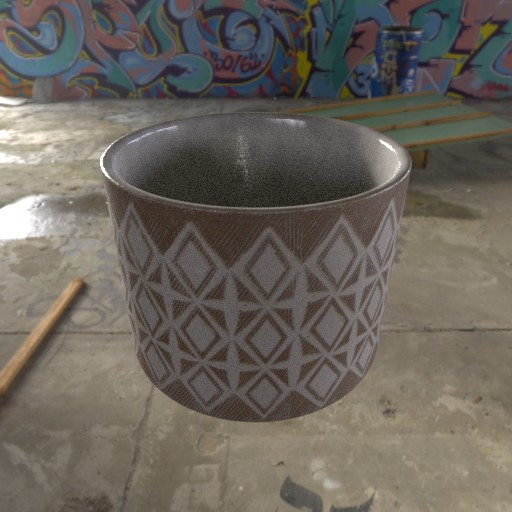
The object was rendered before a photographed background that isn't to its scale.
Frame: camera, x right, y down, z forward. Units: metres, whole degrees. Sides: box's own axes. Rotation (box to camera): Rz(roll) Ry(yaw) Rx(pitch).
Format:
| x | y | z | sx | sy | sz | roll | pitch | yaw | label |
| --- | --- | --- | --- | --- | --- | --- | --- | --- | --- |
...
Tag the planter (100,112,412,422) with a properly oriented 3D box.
| x | y | z | sx | sy | sz | roll | pitch | yaw | label |
| --- | --- | --- | --- | --- | --- | --- | --- | --- | --- |
| 0.000 | 0.000 | 0.329 | 0.193 | 0.165 | 0.193 | 0 | 31 | 0 | planter |
